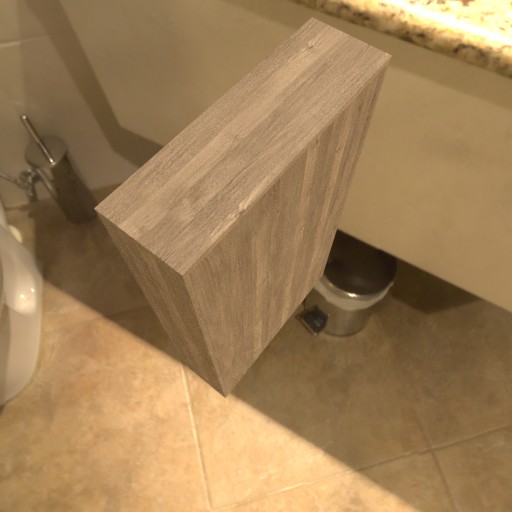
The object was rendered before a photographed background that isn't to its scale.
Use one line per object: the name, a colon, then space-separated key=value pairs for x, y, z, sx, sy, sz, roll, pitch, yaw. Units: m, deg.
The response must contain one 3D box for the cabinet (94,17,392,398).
cabinet: x=0.000 y=0.000 z=1.546 sx=0.250 sy=1.280 sz=0.750 roll=35 pitch=68 yaw=17
